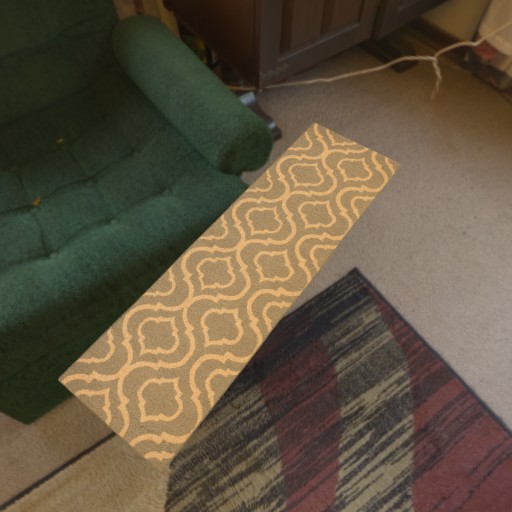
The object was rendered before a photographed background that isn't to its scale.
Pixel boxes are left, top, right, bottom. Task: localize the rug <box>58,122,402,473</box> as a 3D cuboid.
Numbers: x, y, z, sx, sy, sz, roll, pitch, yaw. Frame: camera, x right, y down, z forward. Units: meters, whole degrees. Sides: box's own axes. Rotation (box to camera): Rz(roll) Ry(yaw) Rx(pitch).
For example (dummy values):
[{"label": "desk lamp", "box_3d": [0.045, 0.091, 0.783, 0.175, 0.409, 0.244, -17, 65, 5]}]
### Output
[{"label": "rug", "box_3d": [0.000, 0.000, 2.508, 0.684, 0.009, 2.275, 32, 63, 19]}]
